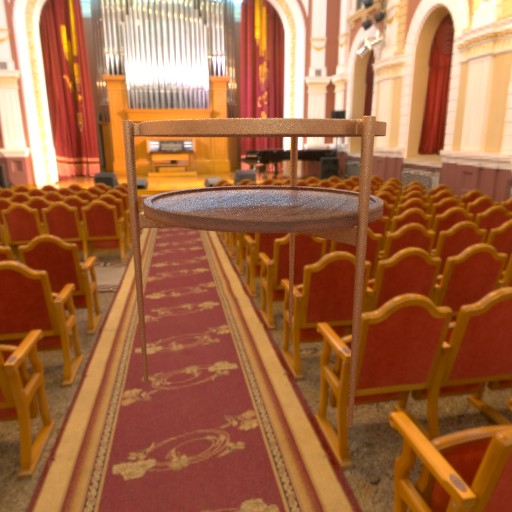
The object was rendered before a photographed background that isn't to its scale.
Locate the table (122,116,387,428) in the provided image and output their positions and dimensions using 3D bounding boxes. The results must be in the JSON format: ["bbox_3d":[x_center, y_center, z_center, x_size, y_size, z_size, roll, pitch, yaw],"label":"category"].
[{"bbox_3d":[0.000,0.000,0.845,0.456,0.493,0.430,-3,15,-9],"label":"table"}]
